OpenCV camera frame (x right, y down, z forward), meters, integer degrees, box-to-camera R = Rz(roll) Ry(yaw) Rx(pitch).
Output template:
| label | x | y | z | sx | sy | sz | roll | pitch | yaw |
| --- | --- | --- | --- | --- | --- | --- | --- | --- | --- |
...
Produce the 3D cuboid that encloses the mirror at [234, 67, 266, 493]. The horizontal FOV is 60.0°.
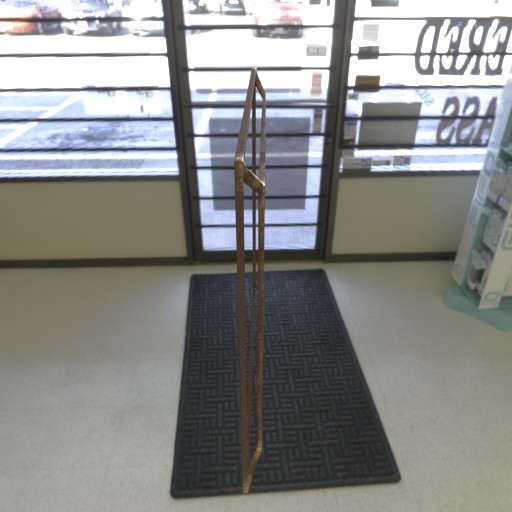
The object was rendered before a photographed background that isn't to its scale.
| label | x | y | z | sx | sy | sz | roll | pitch | yaw |
| --- | --- | --- | --- | --- | --- | --- | --- | --- | --- |
| mirror | 0.000 | 0.000 | 0.885 | 0.032 | 0.610 | 0.610 | 1 | 32 | 1 |
